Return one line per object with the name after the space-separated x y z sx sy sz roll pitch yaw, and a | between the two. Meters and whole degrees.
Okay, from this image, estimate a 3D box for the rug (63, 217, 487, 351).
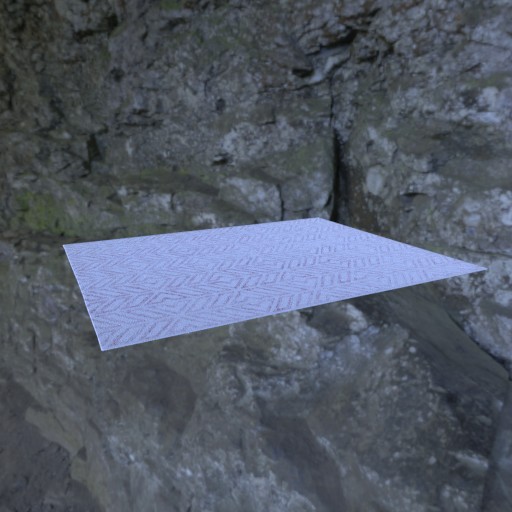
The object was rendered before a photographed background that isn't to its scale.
0.000 0.000 4.009 3.045 0.008 2.421 -8 18 -26 | rug
